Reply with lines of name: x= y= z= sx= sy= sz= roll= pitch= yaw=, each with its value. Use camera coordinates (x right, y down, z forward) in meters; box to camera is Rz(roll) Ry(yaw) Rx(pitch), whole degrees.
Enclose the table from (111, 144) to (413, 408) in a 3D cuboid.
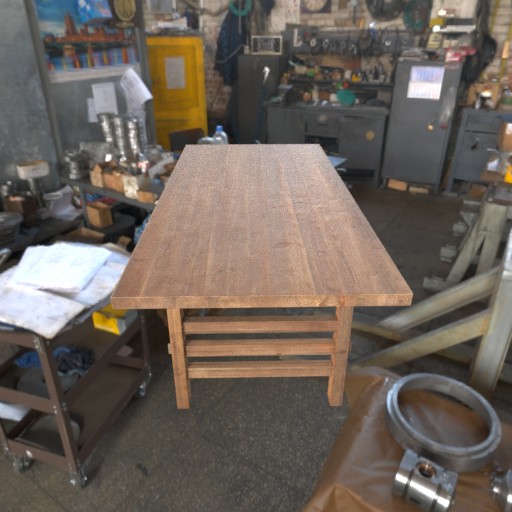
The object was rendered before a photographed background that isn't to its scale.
table: x=0.000 y=0.000 z=2.453 sx=0.952 sy=0.760 sz=2.003 roll=-1 pitch=27 yaw=-1
